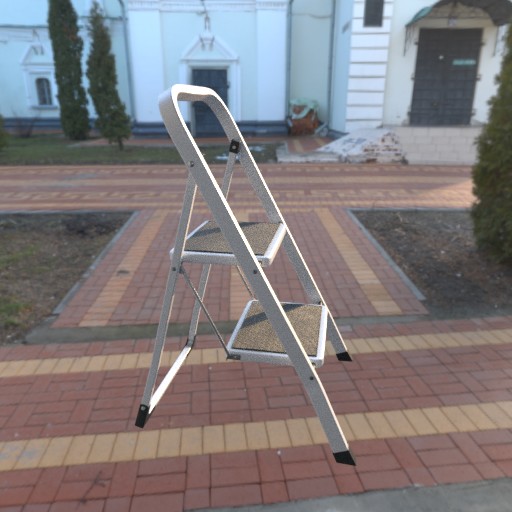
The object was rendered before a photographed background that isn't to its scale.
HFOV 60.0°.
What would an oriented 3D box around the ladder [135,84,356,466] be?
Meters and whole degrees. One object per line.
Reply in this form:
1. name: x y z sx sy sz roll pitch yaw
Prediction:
1. ladder: 0.000 0.000 1.126 0.544 0.810 0.460 3 19 10
